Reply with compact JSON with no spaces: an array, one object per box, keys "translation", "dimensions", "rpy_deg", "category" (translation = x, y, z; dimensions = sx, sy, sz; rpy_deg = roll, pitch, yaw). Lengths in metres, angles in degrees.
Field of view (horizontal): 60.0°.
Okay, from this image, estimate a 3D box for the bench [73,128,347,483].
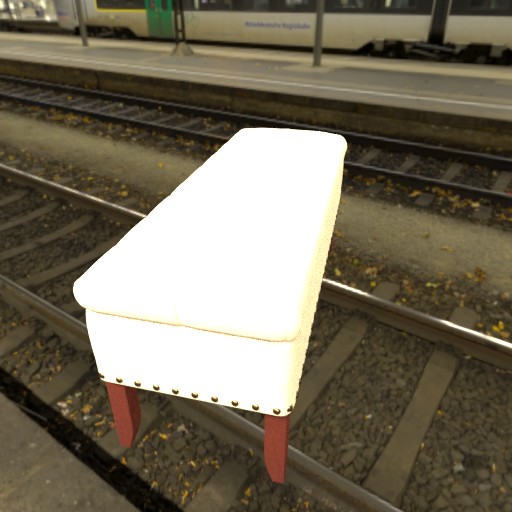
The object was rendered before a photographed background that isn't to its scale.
[{"translation":[0.000,0.000,1.251],"dimensions":[0.400,0.470,1.054],"rpy_deg":[7,31,12],"category":"bench"}]
